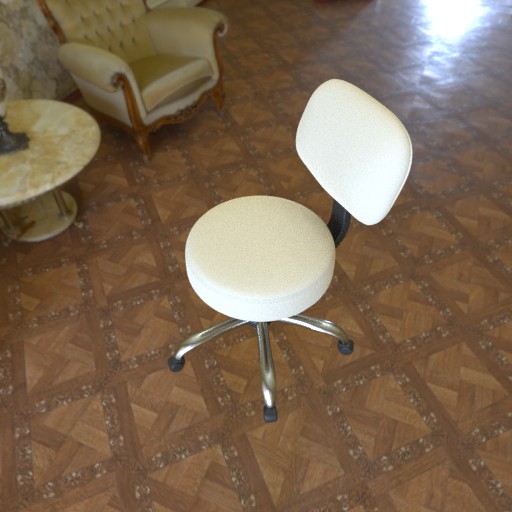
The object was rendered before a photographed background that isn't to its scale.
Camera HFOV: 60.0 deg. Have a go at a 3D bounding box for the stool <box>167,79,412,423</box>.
[{"bbox_3d":[0.000,0.000,1.240,0.616,0.810,0.609,-18,49,-16],"label":"stool"}]
